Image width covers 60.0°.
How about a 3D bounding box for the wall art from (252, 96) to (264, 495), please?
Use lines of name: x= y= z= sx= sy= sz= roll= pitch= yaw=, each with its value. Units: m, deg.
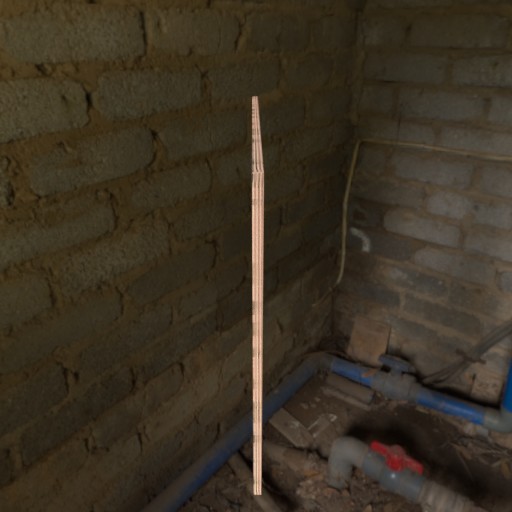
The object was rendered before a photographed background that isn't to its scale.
wall art: x=0.000 y=0.000 z=0.685 sx=0.010 sy=0.408 sz=0.508 roll=0 pitch=26 yaw=0
